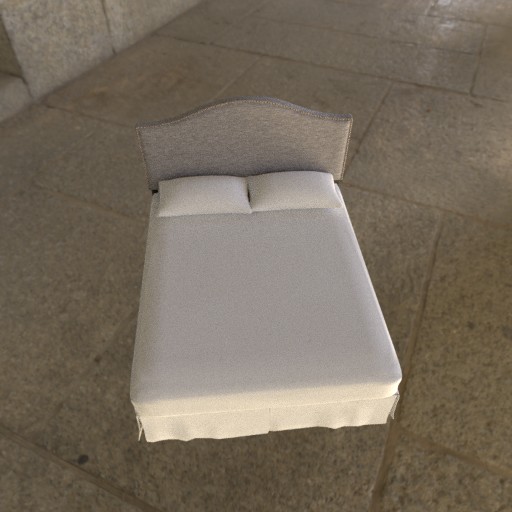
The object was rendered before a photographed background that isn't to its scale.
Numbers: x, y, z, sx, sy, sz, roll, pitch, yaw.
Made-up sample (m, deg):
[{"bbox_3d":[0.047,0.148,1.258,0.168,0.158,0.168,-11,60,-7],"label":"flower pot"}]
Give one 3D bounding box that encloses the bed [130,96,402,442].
[{"bbox_3d":[0.000,0.000,2.927,1.610,1.295,1.870,-4,47,-3],"label":"bed"}]
